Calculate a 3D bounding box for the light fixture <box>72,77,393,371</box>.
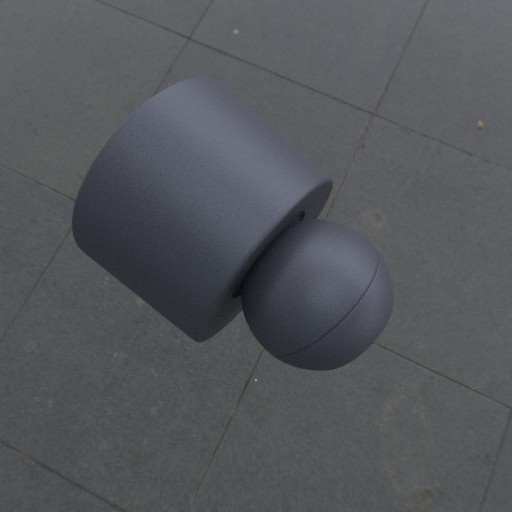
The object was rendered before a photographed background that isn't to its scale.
[{"bbox_3d":[0.000,0.000,0.270,0.160,0.143,0.134,40,78,10],"label":"light fixture"}]
